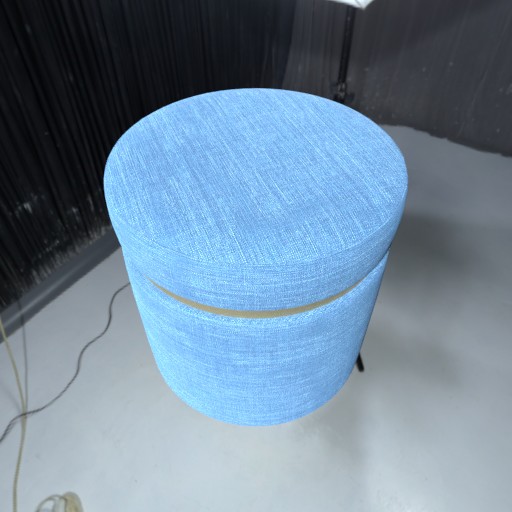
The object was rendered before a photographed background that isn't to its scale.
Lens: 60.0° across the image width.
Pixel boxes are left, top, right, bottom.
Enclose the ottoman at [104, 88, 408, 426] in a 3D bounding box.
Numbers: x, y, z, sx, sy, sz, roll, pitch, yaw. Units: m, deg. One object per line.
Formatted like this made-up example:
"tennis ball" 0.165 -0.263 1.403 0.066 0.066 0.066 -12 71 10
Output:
"ottoman" 0.000 0.000 0.717 0.398 0.406 0.398 0 46 0
